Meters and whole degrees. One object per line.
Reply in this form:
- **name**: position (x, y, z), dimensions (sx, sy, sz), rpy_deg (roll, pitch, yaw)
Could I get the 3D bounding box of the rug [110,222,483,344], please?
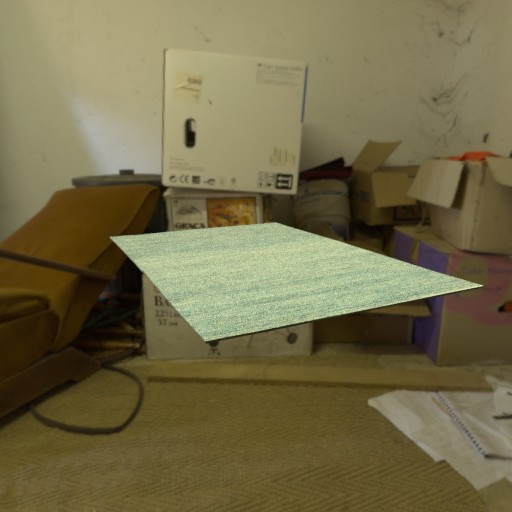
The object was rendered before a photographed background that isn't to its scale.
- **rug**: position (0.000, 0.000, 5.360), dimensions (2.802, 0.052, 4.078), rpy_deg (-7, 15, -26)
